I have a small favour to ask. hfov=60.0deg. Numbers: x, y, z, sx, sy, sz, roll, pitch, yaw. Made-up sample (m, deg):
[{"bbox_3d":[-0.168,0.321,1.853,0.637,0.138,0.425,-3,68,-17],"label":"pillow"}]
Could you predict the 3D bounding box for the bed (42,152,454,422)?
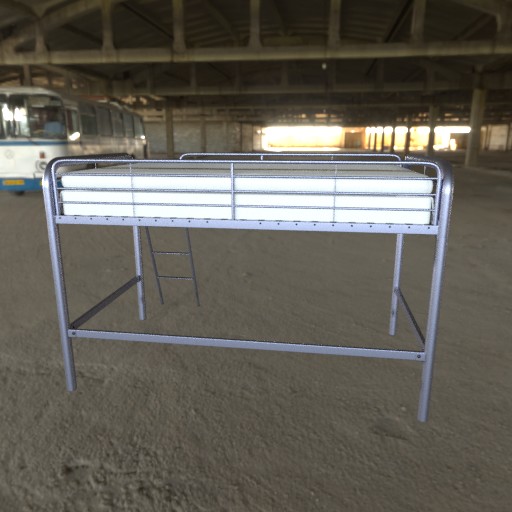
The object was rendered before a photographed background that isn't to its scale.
[{"bbox_3d":[0.000,0.000,2.876,1.965,1.288,1.415,2,15,8],"label":"bed"}]
